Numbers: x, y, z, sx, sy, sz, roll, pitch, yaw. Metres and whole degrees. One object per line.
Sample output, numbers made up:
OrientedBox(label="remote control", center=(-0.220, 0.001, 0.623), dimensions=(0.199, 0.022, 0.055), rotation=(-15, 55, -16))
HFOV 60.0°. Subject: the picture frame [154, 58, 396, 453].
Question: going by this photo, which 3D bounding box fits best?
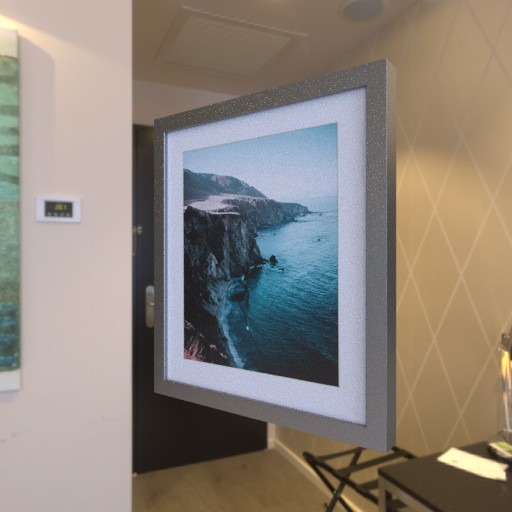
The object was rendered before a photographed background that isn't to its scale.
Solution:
OrientedBox(label="picture frame", center=(0.000, 0.000, 1.358), dimensions=(0.839, 0.968, 0.073), rotation=(0, 0, 36))
